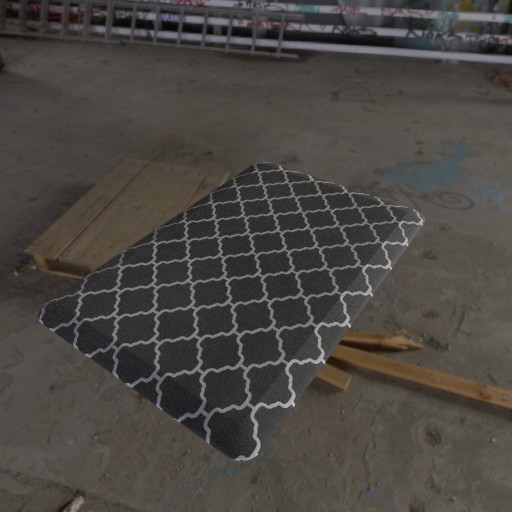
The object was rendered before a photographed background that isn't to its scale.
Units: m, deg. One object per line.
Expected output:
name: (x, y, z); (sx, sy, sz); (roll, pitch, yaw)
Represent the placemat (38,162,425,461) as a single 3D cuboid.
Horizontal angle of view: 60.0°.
placemat: (0.000, 0.000, 0.958); (0.508, 0.021, 0.762); (24, 45, 26)
